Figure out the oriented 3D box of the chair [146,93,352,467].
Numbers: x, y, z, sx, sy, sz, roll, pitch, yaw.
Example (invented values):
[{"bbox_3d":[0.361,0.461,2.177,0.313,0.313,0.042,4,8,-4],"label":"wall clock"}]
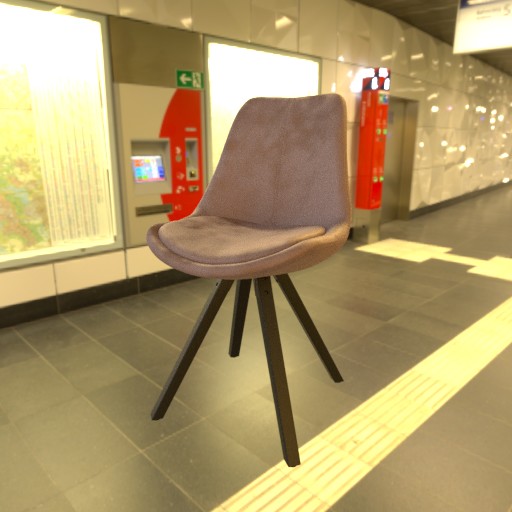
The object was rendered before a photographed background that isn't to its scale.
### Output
[{"bbox_3d":[0.000,0.000,1.200,0.483,0.865,0.547,7,16,26],"label":"chair"}]
